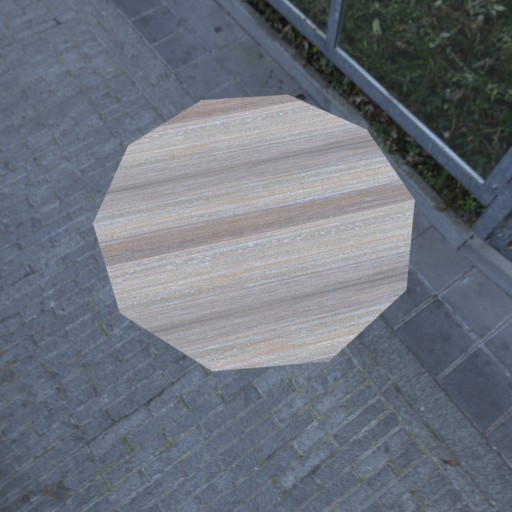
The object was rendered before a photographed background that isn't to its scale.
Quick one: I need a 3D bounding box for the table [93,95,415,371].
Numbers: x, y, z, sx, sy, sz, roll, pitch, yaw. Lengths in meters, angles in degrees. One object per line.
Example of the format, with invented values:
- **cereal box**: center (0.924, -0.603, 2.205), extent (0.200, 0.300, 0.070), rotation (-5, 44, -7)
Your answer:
- **table**: center (0.000, 0.000, 1.968), extent (1.186, 0.752, 1.186), rotation (0, 64, 0)
